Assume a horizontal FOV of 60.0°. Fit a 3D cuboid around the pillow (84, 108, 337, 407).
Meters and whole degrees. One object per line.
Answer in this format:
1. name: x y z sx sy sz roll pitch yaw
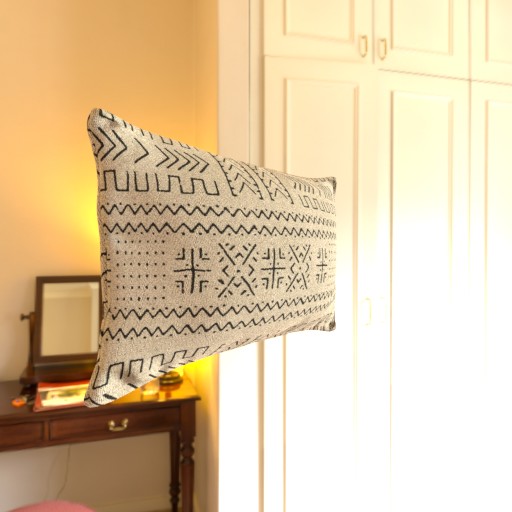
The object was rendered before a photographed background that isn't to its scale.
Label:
1. pillow: 0.000 0.000 0.762 0.188 0.352 0.637 1 1 36
